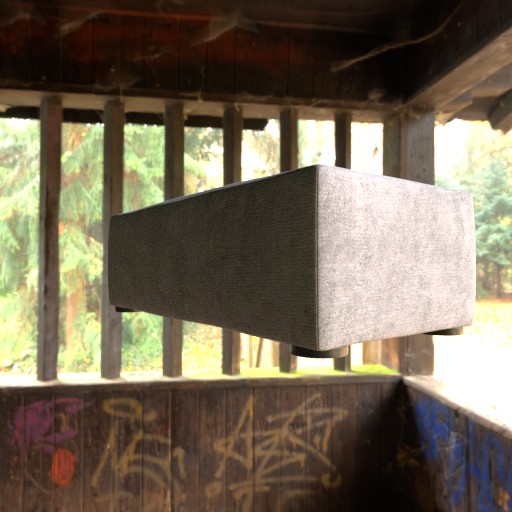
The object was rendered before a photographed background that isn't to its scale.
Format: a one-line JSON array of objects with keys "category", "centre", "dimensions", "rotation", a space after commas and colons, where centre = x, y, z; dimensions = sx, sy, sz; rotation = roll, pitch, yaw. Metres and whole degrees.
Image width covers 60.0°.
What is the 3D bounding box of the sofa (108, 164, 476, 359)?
[{"category": "sofa", "centre": [0.000, 0.000, 1.152], "dimensions": [0.480, 0.330, 0.930], "rotation": [1, -1, -37]}]
